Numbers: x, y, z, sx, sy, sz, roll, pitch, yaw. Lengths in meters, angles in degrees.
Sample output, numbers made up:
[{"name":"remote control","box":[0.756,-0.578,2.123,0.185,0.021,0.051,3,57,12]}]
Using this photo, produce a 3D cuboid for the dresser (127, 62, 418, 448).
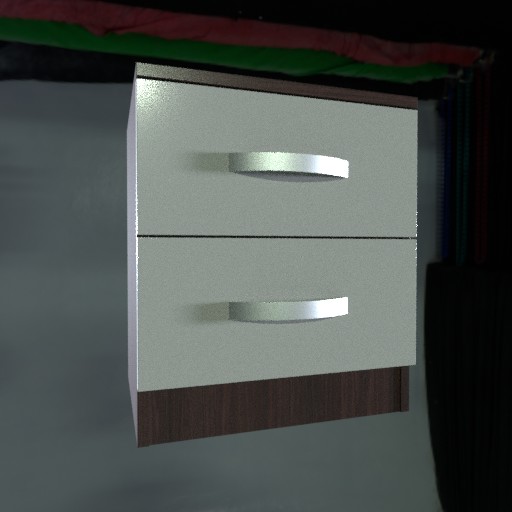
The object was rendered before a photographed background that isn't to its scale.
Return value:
[{"name":"dresser","box":[0.000,0.000,0.740,0.400,0.470,0.360,0,1,-18]}]
